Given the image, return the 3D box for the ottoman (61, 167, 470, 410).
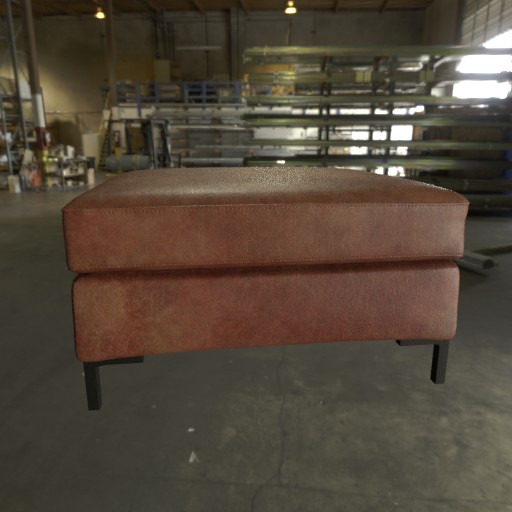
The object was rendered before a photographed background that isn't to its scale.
[{"bbox_3d":[0.000,0.000,1.753,1.186,0.667,0.965,-2,15,-7],"label":"ottoman"}]
